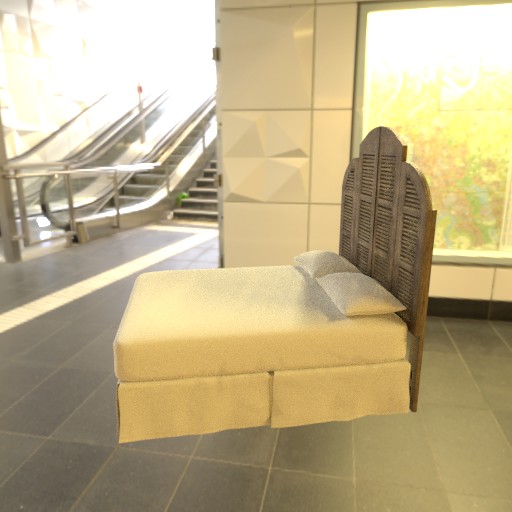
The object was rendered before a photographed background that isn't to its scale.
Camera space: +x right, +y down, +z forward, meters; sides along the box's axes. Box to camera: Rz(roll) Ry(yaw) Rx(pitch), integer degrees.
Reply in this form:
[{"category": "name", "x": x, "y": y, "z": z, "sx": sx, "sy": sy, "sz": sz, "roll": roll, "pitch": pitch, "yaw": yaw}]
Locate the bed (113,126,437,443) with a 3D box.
[{"category": "bed", "x": 0.000, "y": 0.000, "z": 3.575, "sx": 2.138, "sy": 2.019, "sz": 1.713, "roll": -2, "pitch": 15, "yaw": -8}]
